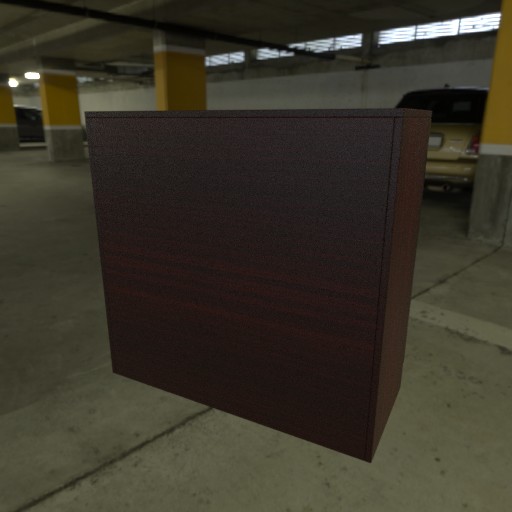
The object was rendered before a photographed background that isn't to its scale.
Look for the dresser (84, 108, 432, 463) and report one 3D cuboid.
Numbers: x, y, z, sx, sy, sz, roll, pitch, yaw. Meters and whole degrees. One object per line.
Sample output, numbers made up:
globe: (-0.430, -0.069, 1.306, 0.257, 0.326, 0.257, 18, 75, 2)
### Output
dresser: (0.000, 0.000, 1.160, 0.750, 0.720, 0.360, 9, 19, 27)
